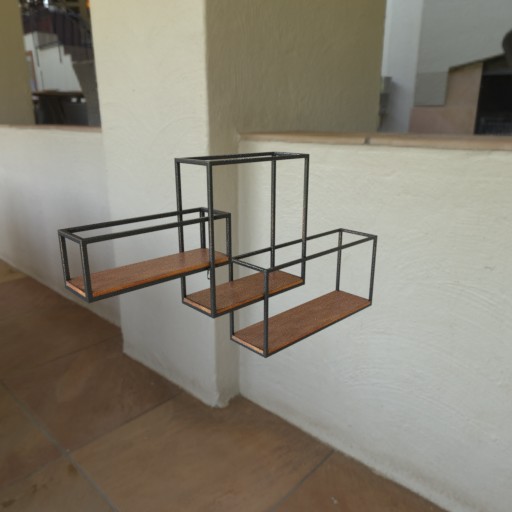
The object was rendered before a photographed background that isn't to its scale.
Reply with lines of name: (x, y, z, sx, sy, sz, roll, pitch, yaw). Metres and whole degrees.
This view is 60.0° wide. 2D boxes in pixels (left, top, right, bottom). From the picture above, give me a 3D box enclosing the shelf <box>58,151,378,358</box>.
shelf: (0.000, 0.000, 2.185, 1.781, 0.972, 0.275, -15, 23, -41)
